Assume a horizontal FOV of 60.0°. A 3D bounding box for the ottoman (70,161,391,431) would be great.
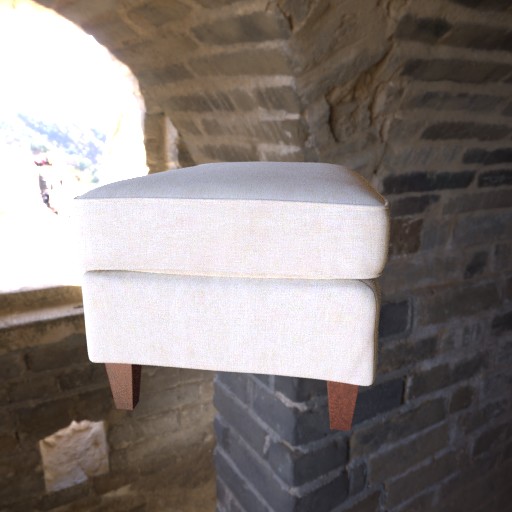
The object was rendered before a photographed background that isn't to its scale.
[{"bbox_3d":[0.000,0.000,1.203,0.583,0.484,0.862,2,14,8],"label":"ottoman"}]
